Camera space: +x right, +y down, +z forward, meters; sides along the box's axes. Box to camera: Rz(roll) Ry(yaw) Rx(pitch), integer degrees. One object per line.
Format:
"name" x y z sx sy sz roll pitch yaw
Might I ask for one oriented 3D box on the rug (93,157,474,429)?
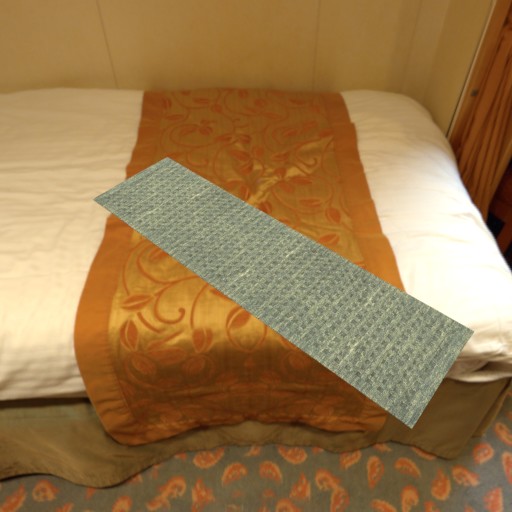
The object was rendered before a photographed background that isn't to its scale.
"rug" 0.000 0.000 2.702 2.443 0.008 0.688 32 54 27
